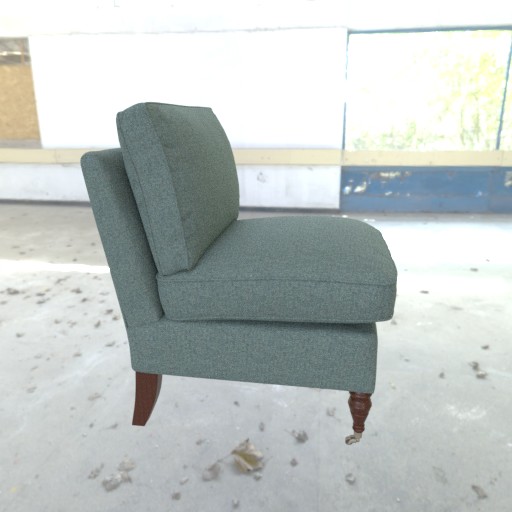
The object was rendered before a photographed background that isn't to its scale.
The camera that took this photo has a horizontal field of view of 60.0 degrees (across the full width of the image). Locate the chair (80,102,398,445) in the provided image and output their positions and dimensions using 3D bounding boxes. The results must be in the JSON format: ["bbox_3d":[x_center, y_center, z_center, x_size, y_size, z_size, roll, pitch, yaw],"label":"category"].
[{"bbox_3d":[0.000,0.000,1.391,0.796,0.901,0.624,3,17,9],"label":"chair"}]
